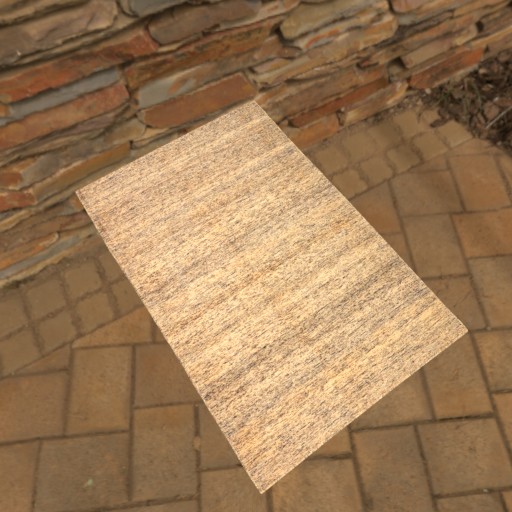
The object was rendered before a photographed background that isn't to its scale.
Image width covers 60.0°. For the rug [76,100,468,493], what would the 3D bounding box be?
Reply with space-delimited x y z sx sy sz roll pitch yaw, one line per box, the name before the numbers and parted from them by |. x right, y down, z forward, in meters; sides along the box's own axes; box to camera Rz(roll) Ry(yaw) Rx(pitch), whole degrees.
rug | 0.000 0.000 2.338 1.243 0.014 1.846 -32 68 -15
